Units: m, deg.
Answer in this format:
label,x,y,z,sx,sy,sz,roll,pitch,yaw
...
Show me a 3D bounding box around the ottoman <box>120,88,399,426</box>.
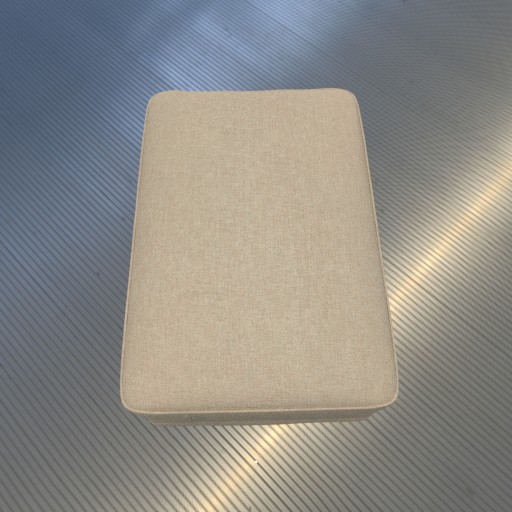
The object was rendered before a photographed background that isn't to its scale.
label,x,y,z,sx,sy,sz,roll,pitch,yaw
ottoman,0.000,0.000,1.149,0.559,0.458,0.813,-1,65,-1
